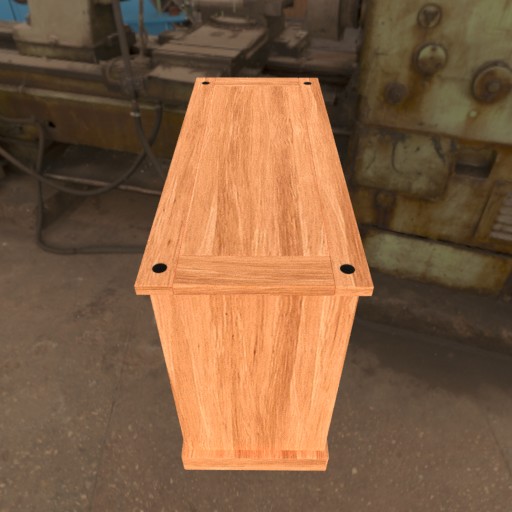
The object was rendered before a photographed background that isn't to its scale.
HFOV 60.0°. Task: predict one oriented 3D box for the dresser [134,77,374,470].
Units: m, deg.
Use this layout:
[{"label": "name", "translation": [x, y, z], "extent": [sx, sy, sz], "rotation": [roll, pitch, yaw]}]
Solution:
[{"label": "dresser", "translation": [0.000, 0.000, 1.369], "extent": [0.410, 0.740, 0.990], "rotation": [0, 41, 0]}]
